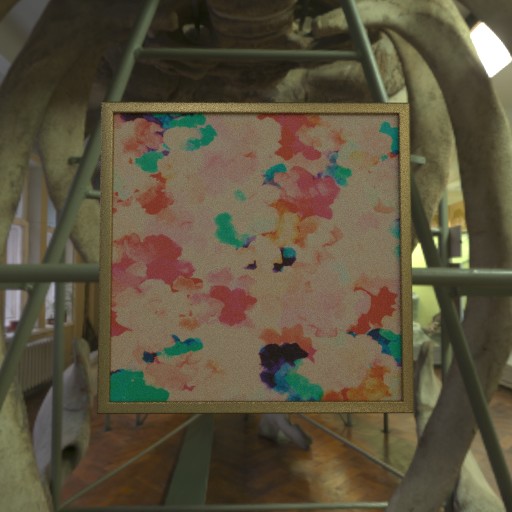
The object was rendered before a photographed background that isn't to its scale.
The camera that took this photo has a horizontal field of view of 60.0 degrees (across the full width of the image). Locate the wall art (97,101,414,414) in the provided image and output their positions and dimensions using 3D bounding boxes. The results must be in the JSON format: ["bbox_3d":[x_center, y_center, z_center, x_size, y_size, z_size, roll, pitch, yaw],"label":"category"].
[{"bbox_3d":[0.000,0.000,0.742,0.510,0.509,0.037,0,-2,-1],"label":"wall art"}]
